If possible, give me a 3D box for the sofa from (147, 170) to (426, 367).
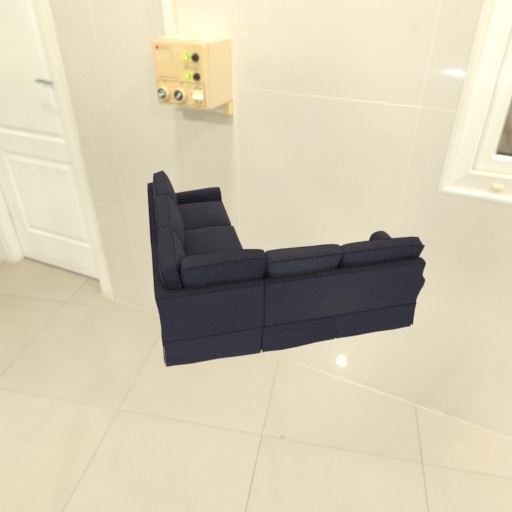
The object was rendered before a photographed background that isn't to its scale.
[{"bbox_3d":[0.000,0.000,5.205,3.773,1.169,2.874,10,34,15],"label":"sofa"}]
